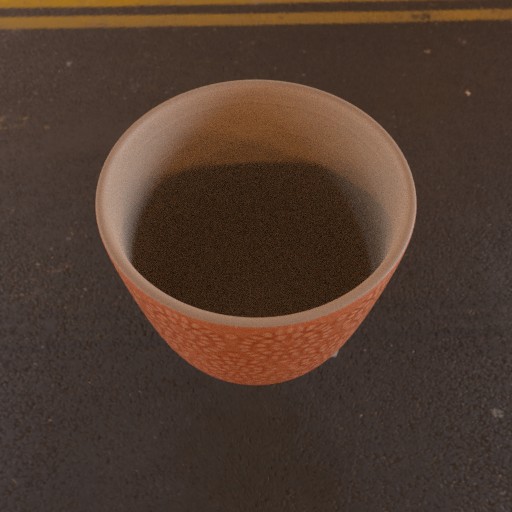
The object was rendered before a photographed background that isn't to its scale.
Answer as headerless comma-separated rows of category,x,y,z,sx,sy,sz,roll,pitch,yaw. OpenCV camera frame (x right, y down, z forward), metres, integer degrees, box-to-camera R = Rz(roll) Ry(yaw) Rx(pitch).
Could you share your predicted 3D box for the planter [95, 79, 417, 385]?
planter,0.000,0.000,0.370,0.208,0.190,0.208,0,58,0
